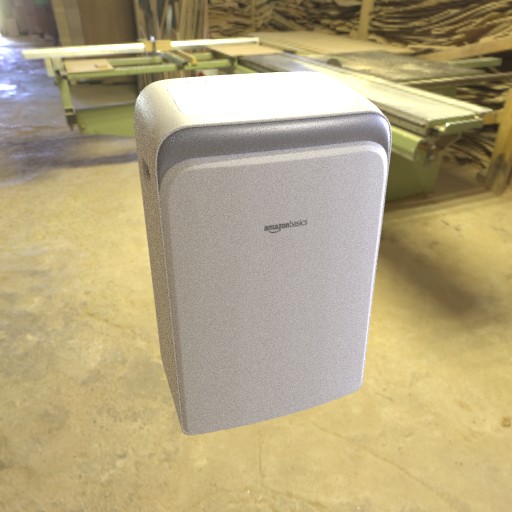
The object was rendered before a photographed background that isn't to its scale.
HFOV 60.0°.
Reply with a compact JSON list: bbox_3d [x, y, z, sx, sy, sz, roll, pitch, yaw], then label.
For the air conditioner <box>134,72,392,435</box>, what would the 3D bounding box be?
[{"bbox_3d":[0.000,0.000,0.957,0.454,0.700,0.365,-9,33,-15],"label":"air conditioner"}]
